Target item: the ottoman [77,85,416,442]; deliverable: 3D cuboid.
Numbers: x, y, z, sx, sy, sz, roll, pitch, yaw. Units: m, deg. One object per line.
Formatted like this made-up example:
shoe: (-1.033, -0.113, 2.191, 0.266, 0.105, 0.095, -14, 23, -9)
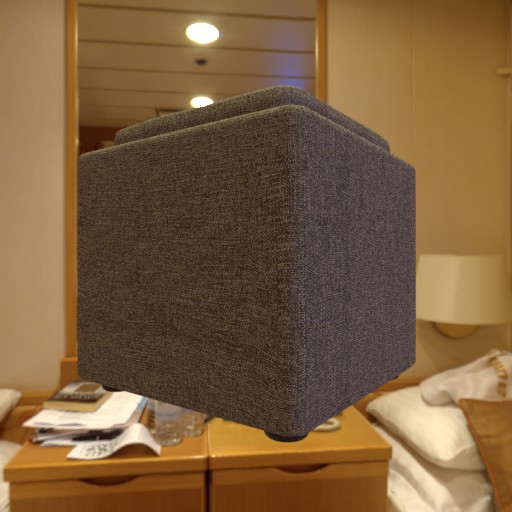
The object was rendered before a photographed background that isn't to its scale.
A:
ottoman: (0.000, 0.000, 0.809, 0.450, 0.460, 0.450, 0, 0, 36)
